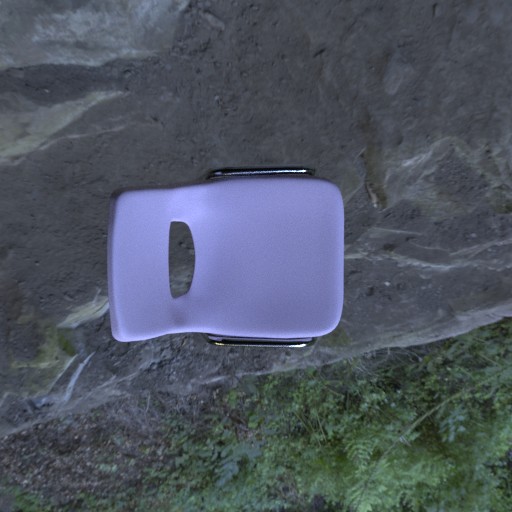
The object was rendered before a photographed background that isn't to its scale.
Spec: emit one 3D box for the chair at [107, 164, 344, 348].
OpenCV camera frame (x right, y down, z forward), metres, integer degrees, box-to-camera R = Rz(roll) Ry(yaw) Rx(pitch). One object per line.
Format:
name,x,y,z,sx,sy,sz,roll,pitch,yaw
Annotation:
chair,0.000,0.000,0.960,0.436,0.704,0.381,0,92,-2
